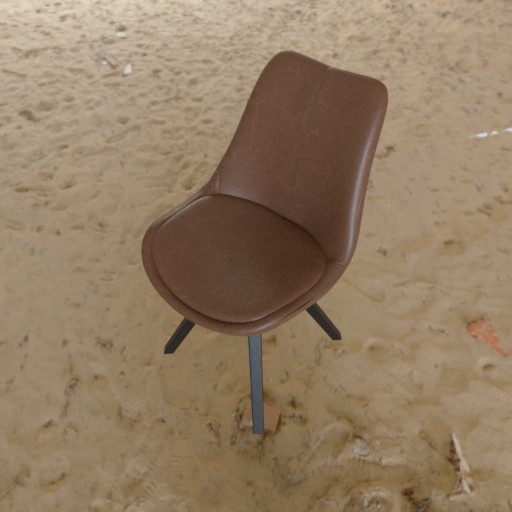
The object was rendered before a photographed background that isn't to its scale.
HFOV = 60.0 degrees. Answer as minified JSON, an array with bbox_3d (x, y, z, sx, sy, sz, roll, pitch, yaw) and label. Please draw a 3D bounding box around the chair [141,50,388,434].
[{"bbox_3d":[0.000,0.000,1.172,0.475,0.850,0.550,33,55,27],"label":"chair"}]
